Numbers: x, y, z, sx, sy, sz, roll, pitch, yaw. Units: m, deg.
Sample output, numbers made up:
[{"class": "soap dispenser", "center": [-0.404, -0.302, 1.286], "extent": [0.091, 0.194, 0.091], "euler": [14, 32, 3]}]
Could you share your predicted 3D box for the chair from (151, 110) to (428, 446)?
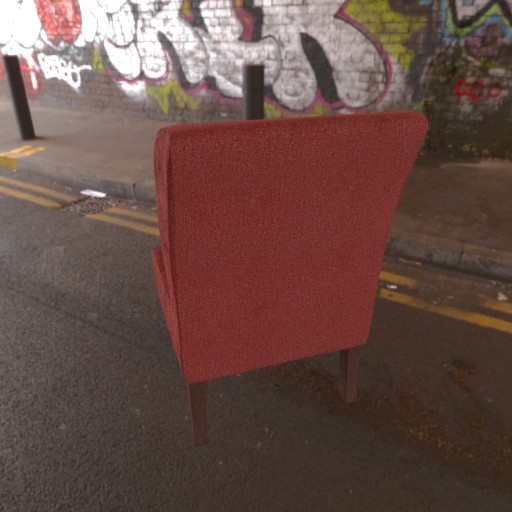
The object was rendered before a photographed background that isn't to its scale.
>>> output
[{"class": "chair", "center": [0.000, 0.000, 1.251], "extent": [0.538, 0.846, 0.640], "euler": [-9, 28, -17]}]
